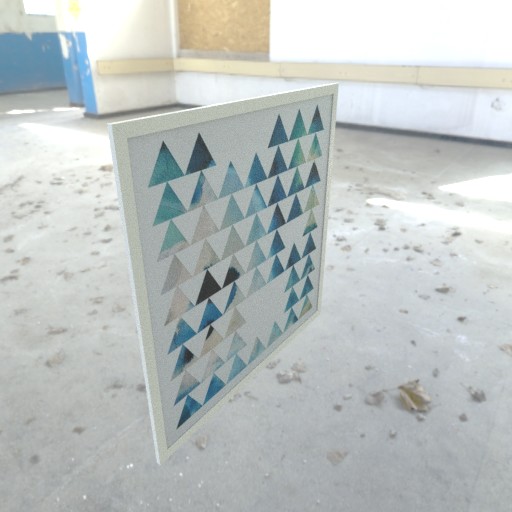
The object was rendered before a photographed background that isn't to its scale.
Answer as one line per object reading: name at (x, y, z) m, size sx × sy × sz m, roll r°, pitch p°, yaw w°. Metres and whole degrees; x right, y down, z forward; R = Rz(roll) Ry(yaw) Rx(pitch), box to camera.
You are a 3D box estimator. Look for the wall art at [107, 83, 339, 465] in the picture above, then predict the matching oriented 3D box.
wall art at (0.000, 0.000, 1.194) m, size 0.012 × 0.809 × 0.809 m, roll 18°, pitch 32°, yaw 32°
